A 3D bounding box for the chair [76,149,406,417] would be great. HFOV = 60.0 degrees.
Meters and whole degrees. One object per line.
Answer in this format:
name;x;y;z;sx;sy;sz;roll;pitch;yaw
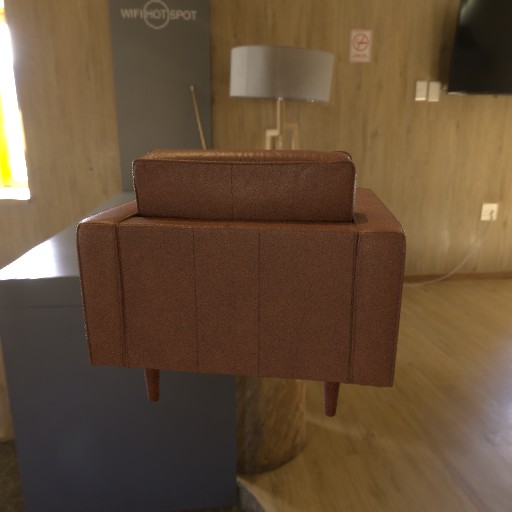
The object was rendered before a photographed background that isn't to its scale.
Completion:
chair;0.000;0.000;1.609;0.920;0.770;0.900;2;15;8
